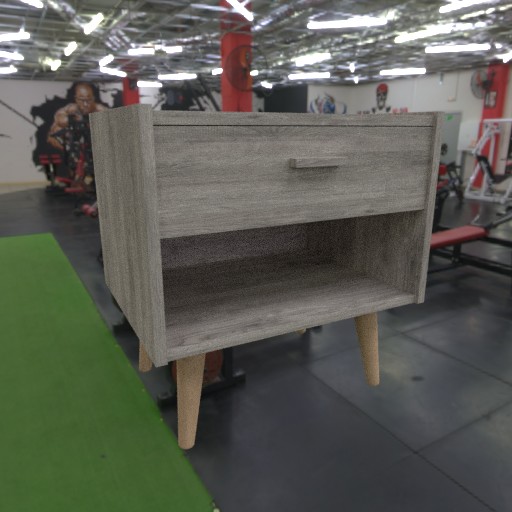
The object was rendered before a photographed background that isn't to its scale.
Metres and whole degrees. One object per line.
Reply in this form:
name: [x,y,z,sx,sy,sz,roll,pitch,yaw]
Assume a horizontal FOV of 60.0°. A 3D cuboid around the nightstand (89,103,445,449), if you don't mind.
nightstand: [0.000,0.000,0.811,0.480,0.500,0.380,-8,18,-27]
